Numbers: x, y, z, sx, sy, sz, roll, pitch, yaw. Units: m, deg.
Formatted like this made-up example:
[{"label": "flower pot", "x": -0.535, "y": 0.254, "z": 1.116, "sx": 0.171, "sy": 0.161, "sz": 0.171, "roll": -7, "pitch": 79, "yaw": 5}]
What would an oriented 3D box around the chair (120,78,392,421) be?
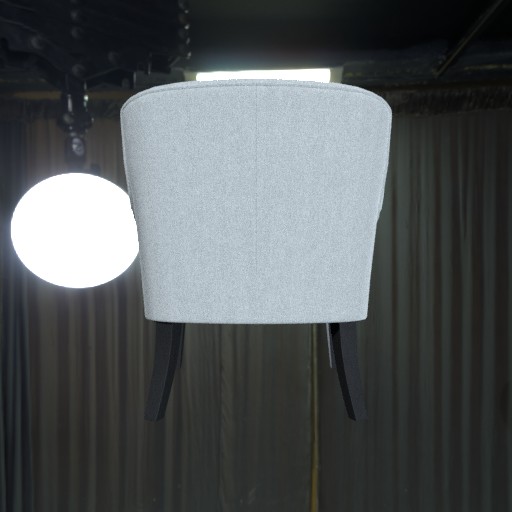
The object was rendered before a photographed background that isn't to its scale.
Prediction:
[{"label": "chair", "x": 0.000, "y": 0.000, "z": 1.447, "sx": 0.781, "sy": 0.875, "sz": 0.750, "roll": 0, "pitch": -1, "yaw": 0}]
